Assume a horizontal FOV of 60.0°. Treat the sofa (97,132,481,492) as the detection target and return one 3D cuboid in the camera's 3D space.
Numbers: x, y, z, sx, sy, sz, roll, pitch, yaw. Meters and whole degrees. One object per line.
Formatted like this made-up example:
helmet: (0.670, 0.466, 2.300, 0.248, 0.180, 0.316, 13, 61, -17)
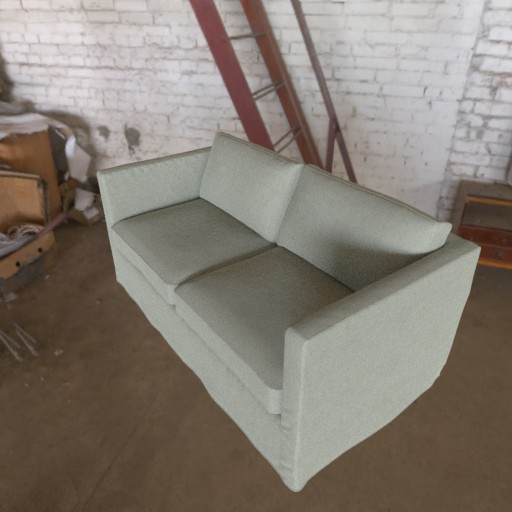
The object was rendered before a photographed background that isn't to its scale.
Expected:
sofa: (0.000, 0.000, 2.199, 0.944, 0.830, 1.727, -21, 37, -30)
